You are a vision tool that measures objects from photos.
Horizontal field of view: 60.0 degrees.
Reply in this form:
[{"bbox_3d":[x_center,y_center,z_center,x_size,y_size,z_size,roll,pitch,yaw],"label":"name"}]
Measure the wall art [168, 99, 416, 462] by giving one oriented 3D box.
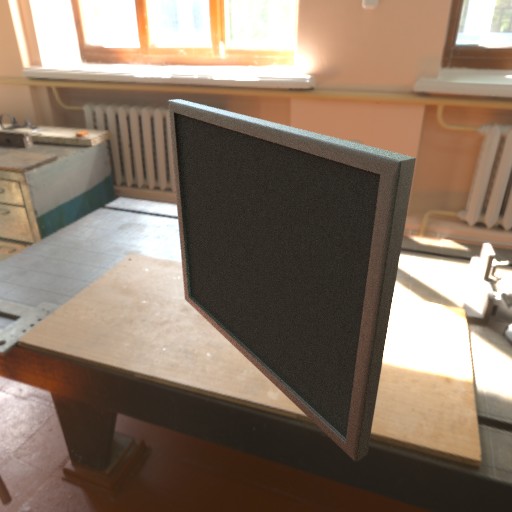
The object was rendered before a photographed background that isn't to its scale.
[{"bbox_3d":[0.000,0.000,0.769,0.028,0.457,0.556,-18,32,-31],"label":"wall art"}]
